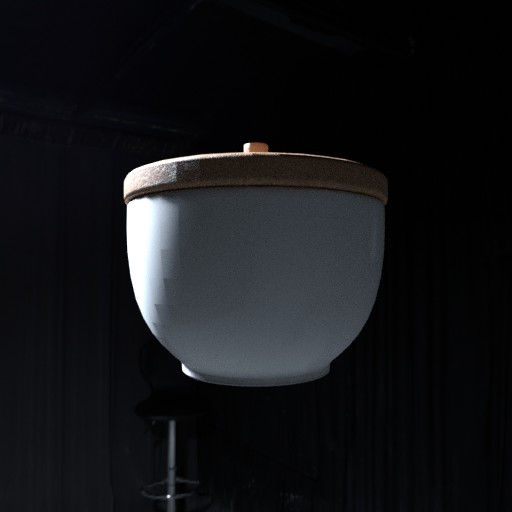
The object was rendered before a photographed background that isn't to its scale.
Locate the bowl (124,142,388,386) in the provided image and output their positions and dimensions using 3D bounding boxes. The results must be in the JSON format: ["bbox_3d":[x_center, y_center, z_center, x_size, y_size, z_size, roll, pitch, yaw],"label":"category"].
[{"bbox_3d":[0.000,0.000,0.220,0.126,0.110,0.126,0,-1,0],"label":"bowl"}]
